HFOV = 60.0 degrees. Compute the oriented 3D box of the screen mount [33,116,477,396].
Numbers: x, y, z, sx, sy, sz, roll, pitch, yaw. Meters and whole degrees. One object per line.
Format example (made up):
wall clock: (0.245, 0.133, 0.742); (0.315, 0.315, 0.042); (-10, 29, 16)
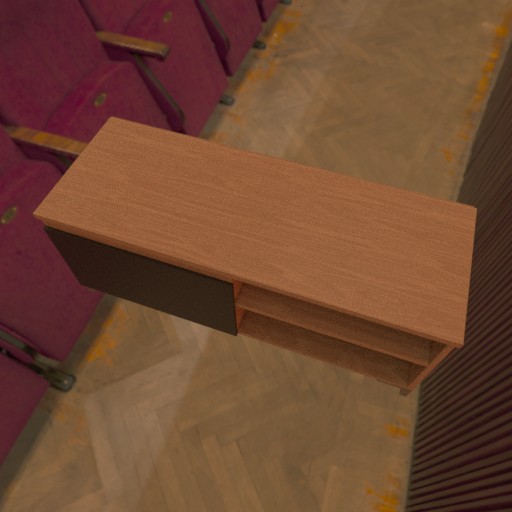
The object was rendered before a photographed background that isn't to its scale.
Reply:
screen mount: (0.000, 0.000, 1.332); (1.084, 0.432, 0.406); (16, 58, 11)
